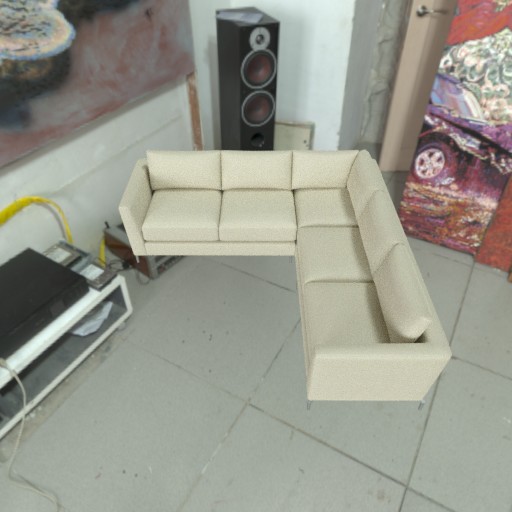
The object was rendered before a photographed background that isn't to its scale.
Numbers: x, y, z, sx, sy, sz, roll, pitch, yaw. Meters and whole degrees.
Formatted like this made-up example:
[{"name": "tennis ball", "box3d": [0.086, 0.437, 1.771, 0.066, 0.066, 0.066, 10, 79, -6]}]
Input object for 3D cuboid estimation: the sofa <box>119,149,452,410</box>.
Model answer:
[{"name": "sofa", "box3d": [0.000, 0.000, 3.779, 2.430, 0.867, 2.448, 0, 41, 0]}]
